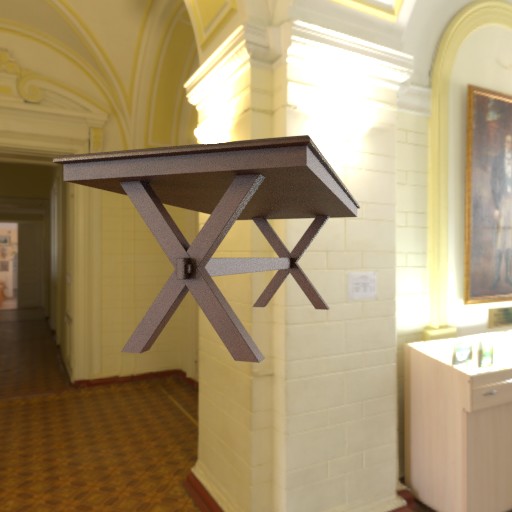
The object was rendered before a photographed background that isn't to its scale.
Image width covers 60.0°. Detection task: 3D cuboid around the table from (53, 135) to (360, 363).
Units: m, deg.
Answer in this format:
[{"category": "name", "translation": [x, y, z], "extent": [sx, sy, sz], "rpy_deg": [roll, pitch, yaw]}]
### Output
[{"category": "table", "translation": [0.000, 0.000, 1.496], "extent": [0.594, 0.459, 1.197], "rpy_deg": [0, 0, 18]}]
